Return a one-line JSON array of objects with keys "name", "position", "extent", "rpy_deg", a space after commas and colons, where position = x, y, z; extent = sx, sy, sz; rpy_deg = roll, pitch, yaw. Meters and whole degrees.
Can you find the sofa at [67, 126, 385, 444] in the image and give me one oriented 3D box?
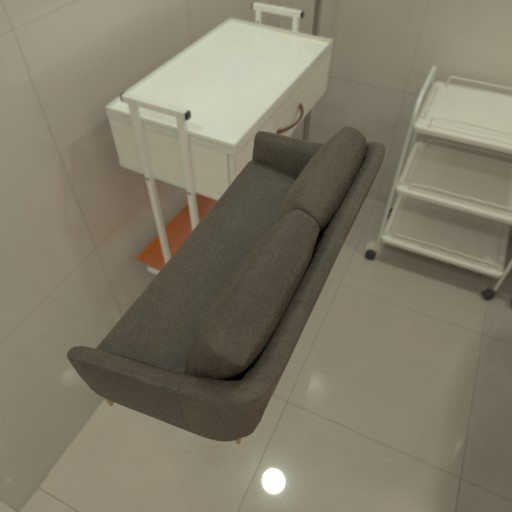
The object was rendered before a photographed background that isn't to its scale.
[{"name": "sofa", "position": [0.000, 0.000, 2.552], "extent": [0.960, 0.902, 2.036], "rpy_deg": [19, 50, 17]}]
